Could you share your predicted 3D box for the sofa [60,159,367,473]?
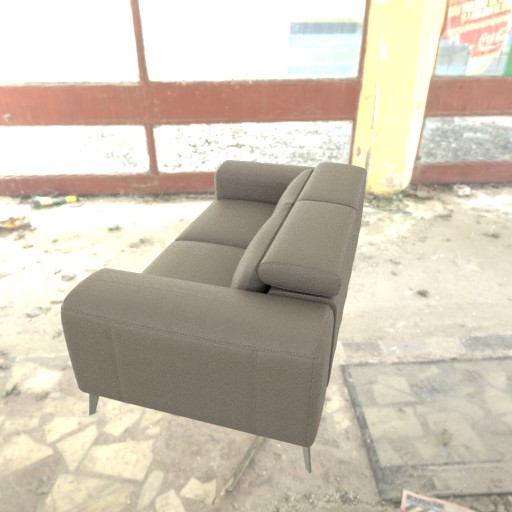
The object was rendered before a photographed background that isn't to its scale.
[{"bbox_3d":[0.000,0.000,2.427,1.024,0.753,1.930,8,30,14],"label":"sofa"}]
